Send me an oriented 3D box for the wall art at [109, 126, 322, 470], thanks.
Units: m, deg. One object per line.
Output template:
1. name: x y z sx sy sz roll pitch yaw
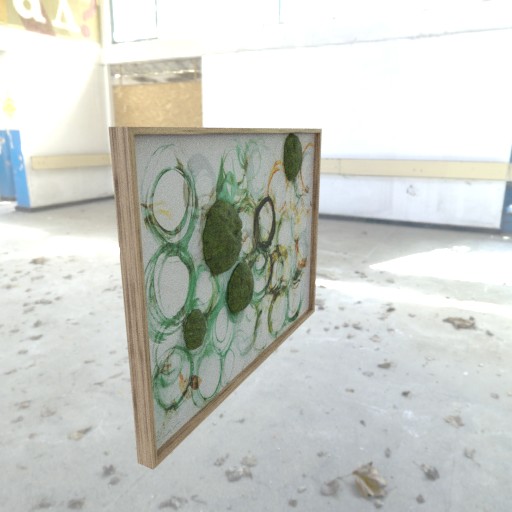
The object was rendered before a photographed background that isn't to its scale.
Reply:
1. wall art: 0.000 0.000 1.098 0.063 0.609 0.841 8 18 27
